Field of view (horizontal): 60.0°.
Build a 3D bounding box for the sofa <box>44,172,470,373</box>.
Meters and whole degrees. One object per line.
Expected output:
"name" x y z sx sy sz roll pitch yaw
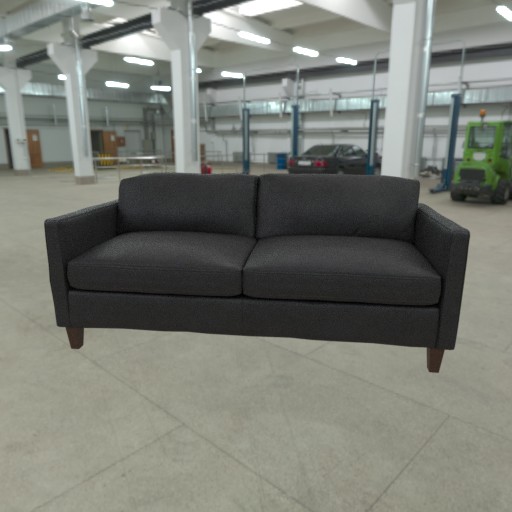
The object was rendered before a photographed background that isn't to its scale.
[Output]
"sofa" 0.000 0.000 2.452 1.971 0.863 0.933 2 15 8
